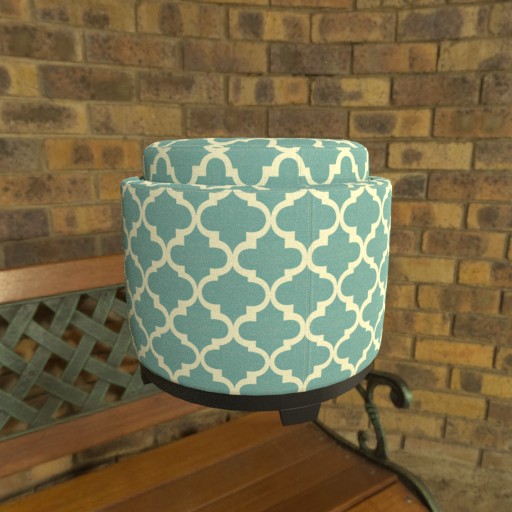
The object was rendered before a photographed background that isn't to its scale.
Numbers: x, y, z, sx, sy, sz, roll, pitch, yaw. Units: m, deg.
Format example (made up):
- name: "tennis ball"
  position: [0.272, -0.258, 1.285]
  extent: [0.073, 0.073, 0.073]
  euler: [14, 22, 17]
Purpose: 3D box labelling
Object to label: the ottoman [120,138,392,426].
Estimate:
- name: "ottoman"
  position: [0.000, 0.000, 0.838]
  extent: [0.480, 0.429, 0.480]
  euler: [0, 13, 0]
